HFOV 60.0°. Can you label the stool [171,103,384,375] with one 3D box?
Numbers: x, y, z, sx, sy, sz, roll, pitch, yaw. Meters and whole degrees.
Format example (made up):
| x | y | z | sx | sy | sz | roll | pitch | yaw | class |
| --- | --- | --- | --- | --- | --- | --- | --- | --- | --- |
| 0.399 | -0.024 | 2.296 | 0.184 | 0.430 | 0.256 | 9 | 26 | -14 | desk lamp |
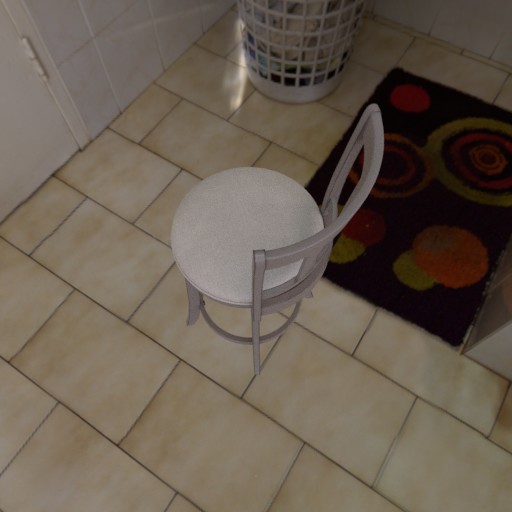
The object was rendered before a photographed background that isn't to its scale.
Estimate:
| x | y | z | sx | sy | sz | roll | pitch | yaw | class |
| --- | --- | --- | --- | --- | --- | --- | --- | --- | --- |
| 0.000 | 0.000 | 1.309 | 0.475 | 1.023 | 0.436 | 32 | 68 | 15 | stool |
